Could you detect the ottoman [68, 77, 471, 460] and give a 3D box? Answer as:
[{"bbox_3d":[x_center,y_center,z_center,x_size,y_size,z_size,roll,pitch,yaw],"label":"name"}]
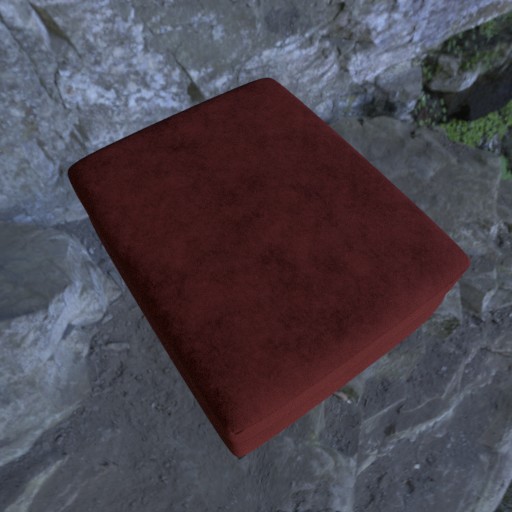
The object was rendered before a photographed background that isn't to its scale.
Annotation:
[{"bbox_3d":[0.000,0.000,1.190,0.650,0.462,0.782,-31,63,-17],"label":"ottoman"}]
